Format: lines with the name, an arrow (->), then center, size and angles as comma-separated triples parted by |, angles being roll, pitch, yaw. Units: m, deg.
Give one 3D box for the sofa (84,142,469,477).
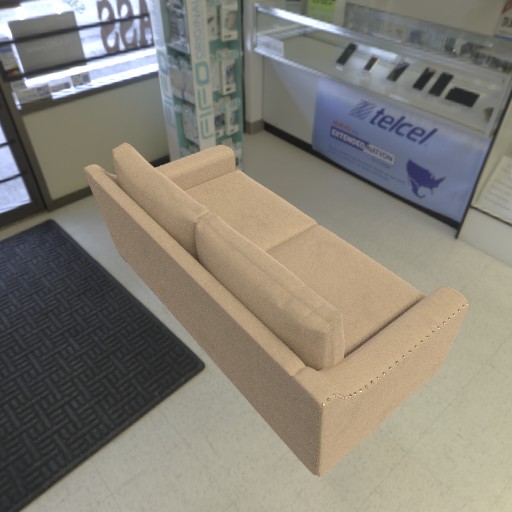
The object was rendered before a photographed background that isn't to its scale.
sofa -> 0.000, 0.000, 2.454 | 1.030, 0.901, 1.967 | -28, 49, -28
